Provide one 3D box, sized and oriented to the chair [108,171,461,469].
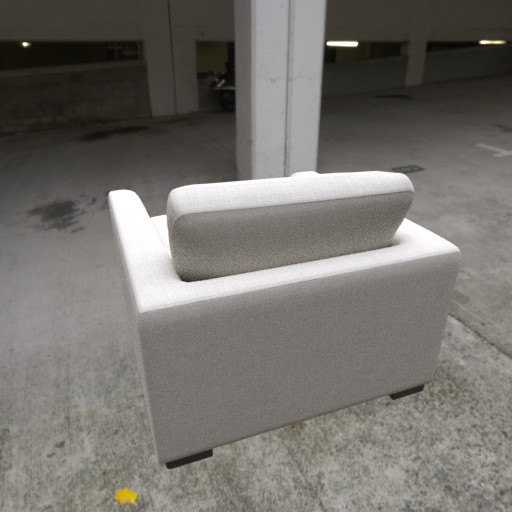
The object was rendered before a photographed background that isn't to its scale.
[{"bbox_3d":[0.000,0.000,1.839,1.070,0.876,1.100,-9,28,-19],"label":"chair"}]
